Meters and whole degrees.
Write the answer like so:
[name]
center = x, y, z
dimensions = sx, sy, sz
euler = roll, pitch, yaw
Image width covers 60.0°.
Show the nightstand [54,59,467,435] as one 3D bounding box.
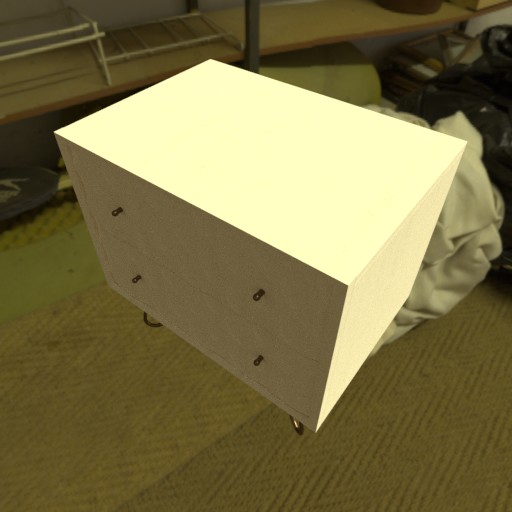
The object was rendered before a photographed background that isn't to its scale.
[nightstand]
center = 0.000, 0.000, 1.014
dimensions = 0.614, 0.604, 0.447
euler = 29, 52, 26
